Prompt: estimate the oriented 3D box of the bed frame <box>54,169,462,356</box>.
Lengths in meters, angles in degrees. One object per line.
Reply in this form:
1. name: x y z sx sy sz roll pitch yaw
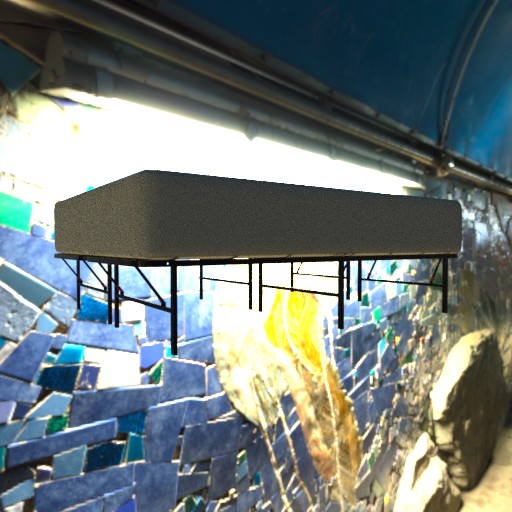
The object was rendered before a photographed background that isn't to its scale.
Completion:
1. bed frame: 0.000 0.000 2.721 2.037 0.677 1.528 -1 2 -35
